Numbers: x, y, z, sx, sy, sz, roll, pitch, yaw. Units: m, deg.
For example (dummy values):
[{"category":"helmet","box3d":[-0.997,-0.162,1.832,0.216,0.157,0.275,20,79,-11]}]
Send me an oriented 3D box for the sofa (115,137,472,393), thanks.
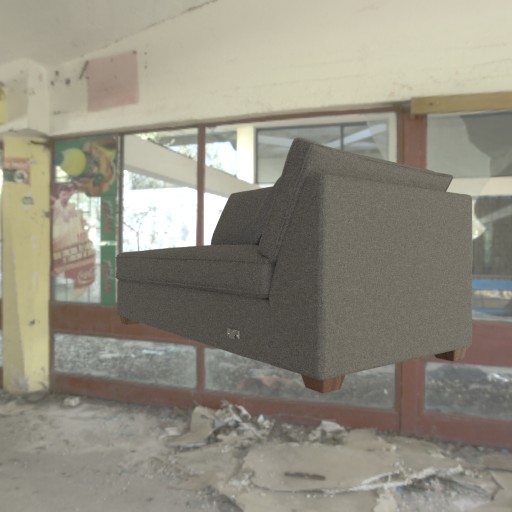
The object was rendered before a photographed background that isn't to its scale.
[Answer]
[{"category":"sofa","box3d":[0.000,0.000,2.810,1.110,1.033,2.237,0,0,-36]}]
